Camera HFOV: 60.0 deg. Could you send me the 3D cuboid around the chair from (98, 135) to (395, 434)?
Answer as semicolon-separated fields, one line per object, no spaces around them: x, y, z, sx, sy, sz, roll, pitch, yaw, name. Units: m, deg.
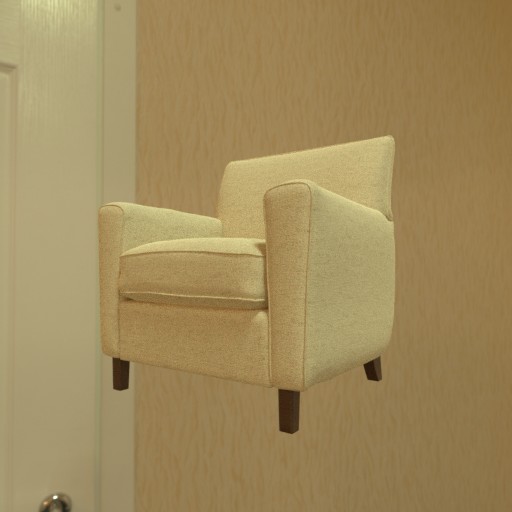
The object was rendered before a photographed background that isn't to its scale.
0.000;0.000;1.650;0.870;0.943;0.823;-1;-1;35;chair
